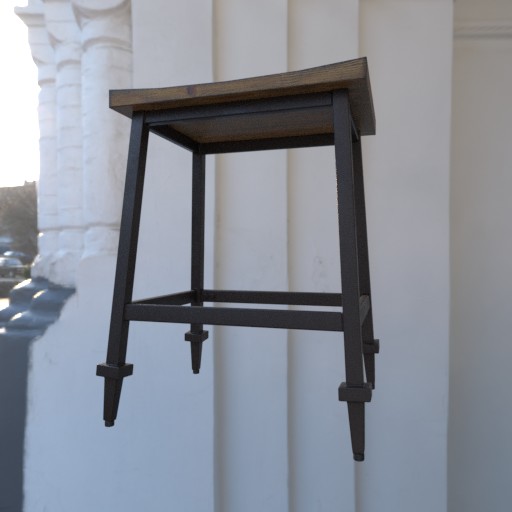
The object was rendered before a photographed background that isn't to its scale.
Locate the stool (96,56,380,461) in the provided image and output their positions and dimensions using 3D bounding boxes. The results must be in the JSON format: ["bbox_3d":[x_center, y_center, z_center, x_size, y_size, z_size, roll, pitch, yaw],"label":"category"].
[{"bbox_3d":[0.000,0.000,0.927,0.486,0.625,0.405,0,0,17],"label":"stool"}]
